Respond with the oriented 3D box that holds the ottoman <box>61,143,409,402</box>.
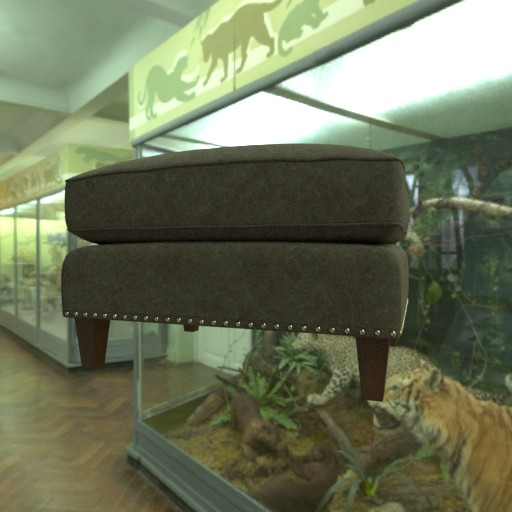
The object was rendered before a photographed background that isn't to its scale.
[{"bbox_3d":[0.000,0.000,1.146,0.741,0.513,0.584,0,1,20],"label":"ottoman"}]
